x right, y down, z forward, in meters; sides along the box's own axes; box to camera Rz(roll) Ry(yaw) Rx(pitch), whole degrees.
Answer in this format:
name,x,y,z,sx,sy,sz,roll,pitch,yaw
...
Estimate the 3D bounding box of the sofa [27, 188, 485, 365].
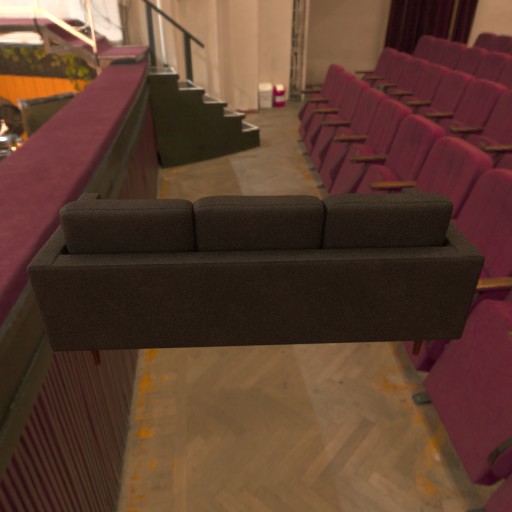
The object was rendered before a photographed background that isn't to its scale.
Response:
name,x,y,z,sx,sy,sz,roll,pitch,yaw
sofa,0.000,0.000,2.439,2.029,0.899,0.879,-1,31,-2
